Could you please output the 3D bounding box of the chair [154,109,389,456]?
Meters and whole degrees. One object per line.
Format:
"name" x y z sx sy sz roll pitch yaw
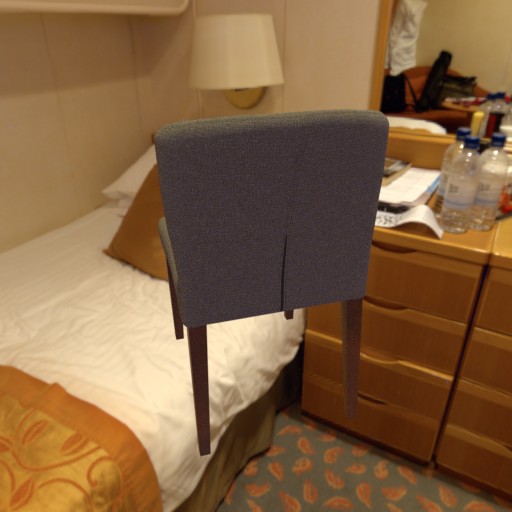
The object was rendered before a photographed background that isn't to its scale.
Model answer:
"chair" 0.000 0.000 1.193 0.491 0.839 0.589 -8 29 -15
